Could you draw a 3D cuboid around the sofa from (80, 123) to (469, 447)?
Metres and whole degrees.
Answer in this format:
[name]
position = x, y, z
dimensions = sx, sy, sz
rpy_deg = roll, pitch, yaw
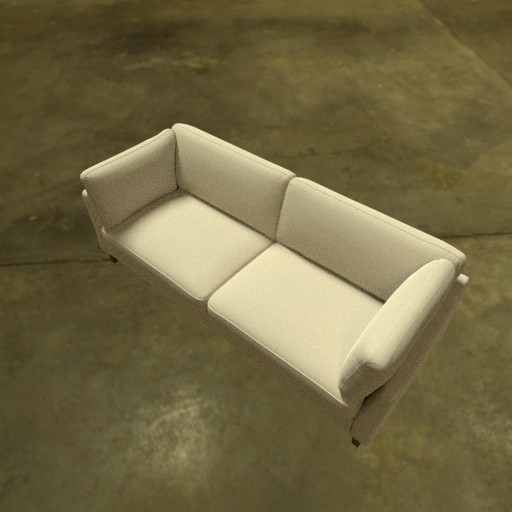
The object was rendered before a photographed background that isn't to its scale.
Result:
[sofa]
position = 0.000, 0.000, 2.780
dimensions = 2.301, 0.863, 0.957
rpy_deg = 31, 52, 28
